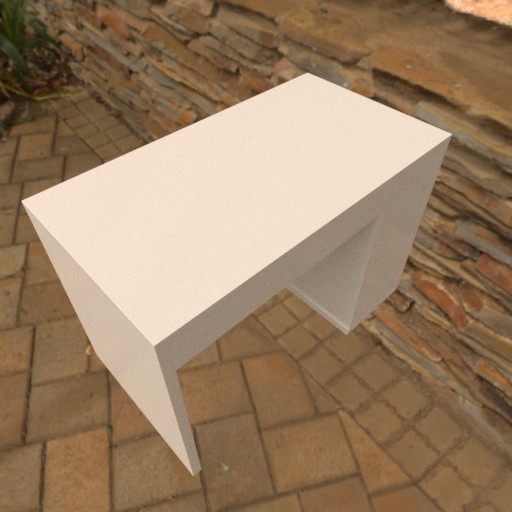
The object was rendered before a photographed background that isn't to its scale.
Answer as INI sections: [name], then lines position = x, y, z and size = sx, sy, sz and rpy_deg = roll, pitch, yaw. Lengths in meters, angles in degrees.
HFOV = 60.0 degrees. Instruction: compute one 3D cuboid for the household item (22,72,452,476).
[household item]
position = 0.000, 0.000, 1.523
size = 1.100, 0.749, 0.597
rpy_deg = -34, 55, -28
